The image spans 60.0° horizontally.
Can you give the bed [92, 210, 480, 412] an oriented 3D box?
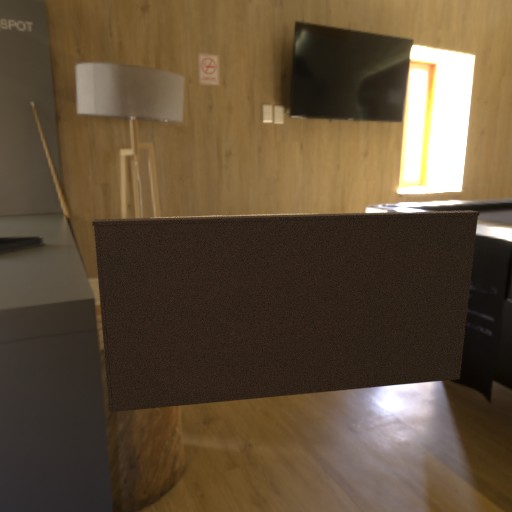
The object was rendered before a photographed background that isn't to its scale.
[{"bbox_3d":[0.000,0.000,2.917,1.634,0.808,2.103,-2,13,-10],"label":"bed"}]
